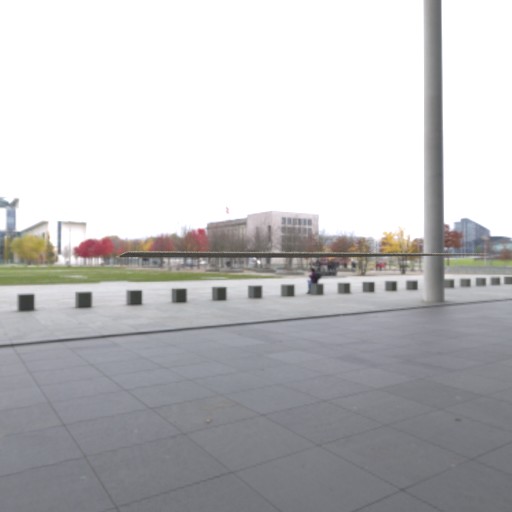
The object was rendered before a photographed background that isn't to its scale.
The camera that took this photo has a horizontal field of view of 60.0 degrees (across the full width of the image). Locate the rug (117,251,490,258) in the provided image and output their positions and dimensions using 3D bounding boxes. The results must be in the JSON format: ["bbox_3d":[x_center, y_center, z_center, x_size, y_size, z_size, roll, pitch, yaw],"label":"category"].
[{"bbox_3d":[0.000,0.000,4.024,2.380,0.008,2.977,0,-1,-19],"label":"rug"}]
